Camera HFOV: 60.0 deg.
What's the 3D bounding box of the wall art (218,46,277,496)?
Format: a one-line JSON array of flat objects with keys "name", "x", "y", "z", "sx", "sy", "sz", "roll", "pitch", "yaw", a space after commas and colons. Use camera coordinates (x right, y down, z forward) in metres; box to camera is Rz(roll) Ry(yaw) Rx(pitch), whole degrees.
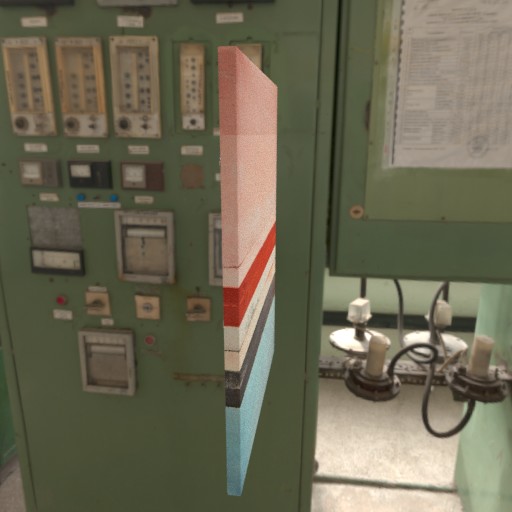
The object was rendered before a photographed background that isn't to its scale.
[{"name": "wall art", "x": 0.000, "y": 0.000, "z": 1.320, "sx": 0.039, "sy": 1.016, "sz": 0.761, "roll": 2, "pitch": 16, "yaw": 8}]
